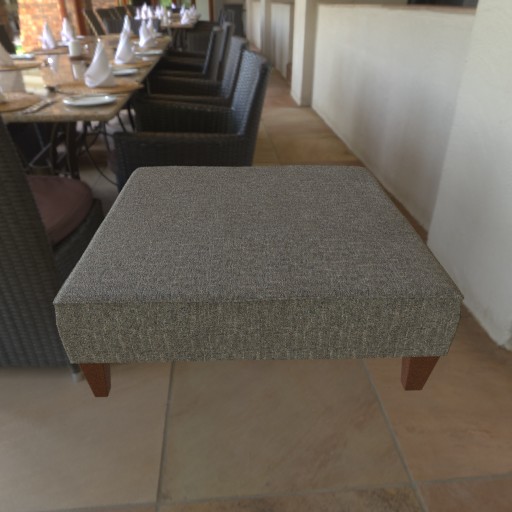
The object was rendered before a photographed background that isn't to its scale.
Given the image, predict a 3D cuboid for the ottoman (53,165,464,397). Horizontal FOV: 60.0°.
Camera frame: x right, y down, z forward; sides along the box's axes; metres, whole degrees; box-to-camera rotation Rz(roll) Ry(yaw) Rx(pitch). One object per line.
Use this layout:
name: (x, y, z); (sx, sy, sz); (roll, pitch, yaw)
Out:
ottoman: (0.000, 0.000, 1.550); (1.016, 0.379, 0.981); (-1, 30, -1)
